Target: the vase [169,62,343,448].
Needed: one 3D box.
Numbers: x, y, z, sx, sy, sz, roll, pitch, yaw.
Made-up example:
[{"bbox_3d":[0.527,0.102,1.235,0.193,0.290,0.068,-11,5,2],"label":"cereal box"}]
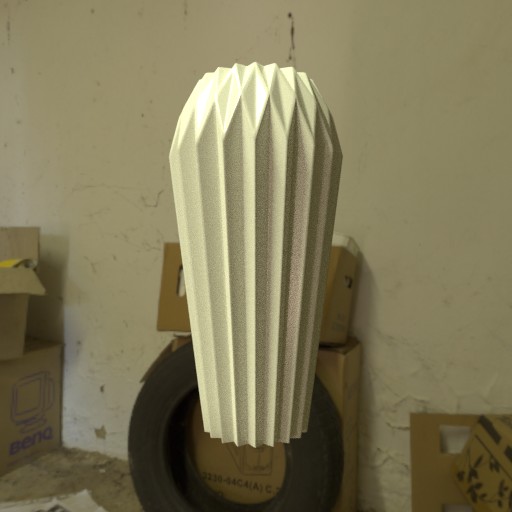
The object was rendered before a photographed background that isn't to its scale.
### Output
[{"bbox_3d":[0.000,0.000,0.344,0.133,0.263,0.133,0,0,0],"label":"vase"}]
